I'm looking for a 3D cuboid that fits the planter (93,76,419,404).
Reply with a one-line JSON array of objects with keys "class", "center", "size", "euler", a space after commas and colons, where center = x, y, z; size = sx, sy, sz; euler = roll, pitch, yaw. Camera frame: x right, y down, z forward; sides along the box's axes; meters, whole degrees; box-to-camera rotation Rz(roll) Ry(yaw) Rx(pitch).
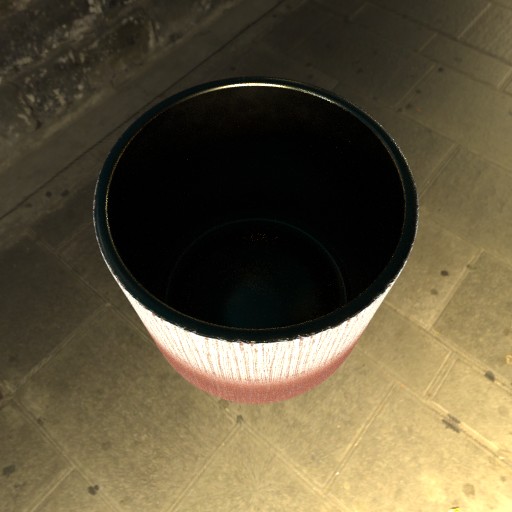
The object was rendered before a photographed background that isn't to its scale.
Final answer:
[{"class": "planter", "center": [0.000, 0.000, 0.385], "size": [0.221, 0.201, 0.221], "euler": [0, 62, 0]}]
